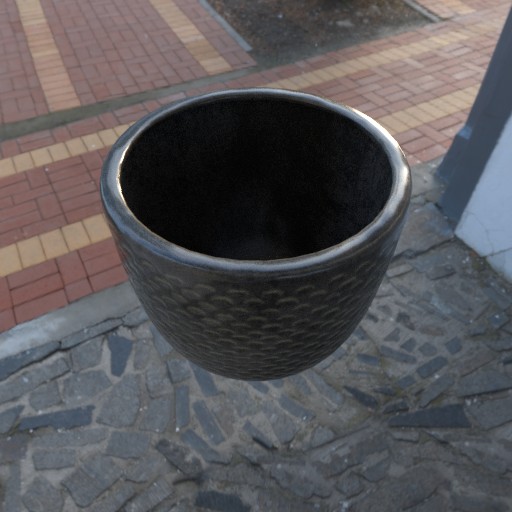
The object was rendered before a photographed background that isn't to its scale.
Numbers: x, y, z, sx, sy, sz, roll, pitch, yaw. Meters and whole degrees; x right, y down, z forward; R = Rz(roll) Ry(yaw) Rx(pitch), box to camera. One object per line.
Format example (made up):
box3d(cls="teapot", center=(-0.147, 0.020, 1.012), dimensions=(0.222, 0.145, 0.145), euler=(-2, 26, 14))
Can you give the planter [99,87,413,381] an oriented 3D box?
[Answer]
box3d(cls="planter", center=(0.000, 0.000, 0.305), dimensions=(0.172, 0.160, 0.172), euler=(0, 48, 0))
